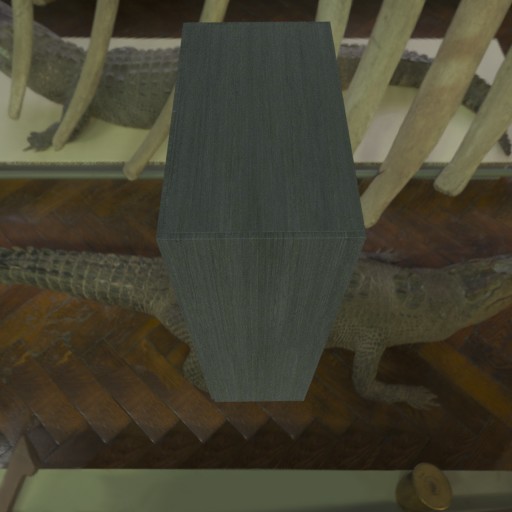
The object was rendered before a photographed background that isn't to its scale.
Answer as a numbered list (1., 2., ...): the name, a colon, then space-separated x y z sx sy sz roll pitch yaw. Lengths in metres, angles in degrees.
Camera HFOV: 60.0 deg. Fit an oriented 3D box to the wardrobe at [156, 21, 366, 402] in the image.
1. wardrobe: 0.000 0.000 2.204 0.577 1.808 0.991 -1 59 0
